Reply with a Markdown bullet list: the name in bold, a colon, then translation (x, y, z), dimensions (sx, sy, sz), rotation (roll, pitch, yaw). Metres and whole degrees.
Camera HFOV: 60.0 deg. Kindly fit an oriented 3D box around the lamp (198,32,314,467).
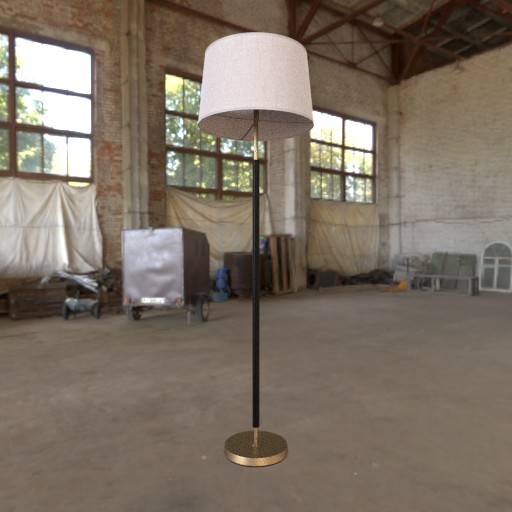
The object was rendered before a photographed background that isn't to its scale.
- **lamp**: translation (0.000, 0.000, 1.624), dimensions (0.420, 1.447, 0.420), rotation (0, 1, 0)
